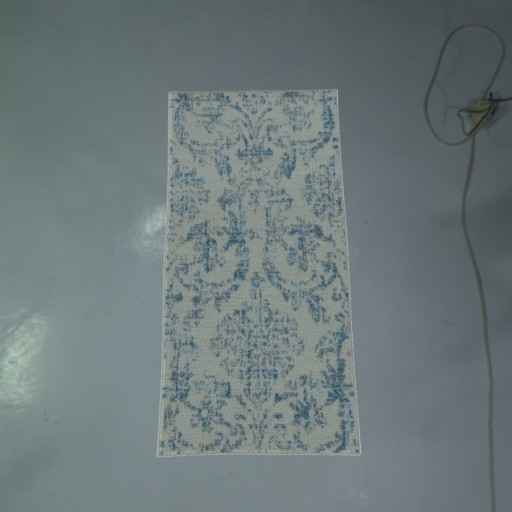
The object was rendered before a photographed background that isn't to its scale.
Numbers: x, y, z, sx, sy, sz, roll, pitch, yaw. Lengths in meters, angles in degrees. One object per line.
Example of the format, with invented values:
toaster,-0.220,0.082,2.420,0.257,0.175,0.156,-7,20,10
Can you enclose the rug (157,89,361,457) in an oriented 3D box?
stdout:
rug,0.000,0.000,1.448,0.605,0.007,1.220,-1,77,0
